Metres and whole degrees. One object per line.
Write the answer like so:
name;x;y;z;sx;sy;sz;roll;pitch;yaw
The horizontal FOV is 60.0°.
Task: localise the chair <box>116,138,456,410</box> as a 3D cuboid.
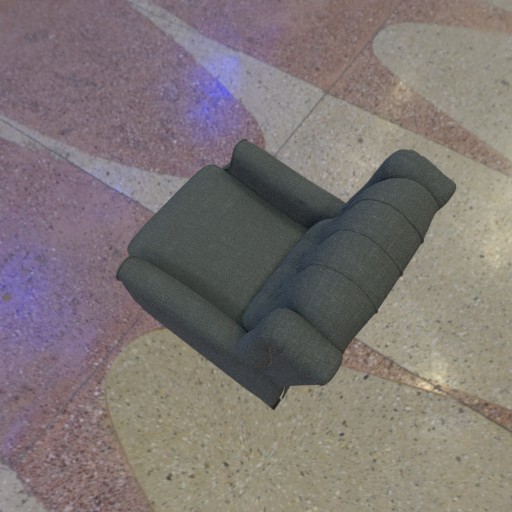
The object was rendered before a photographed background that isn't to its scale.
chair;0.000;0.000;1.602;0.898;1.035;0.742;34;69;15
